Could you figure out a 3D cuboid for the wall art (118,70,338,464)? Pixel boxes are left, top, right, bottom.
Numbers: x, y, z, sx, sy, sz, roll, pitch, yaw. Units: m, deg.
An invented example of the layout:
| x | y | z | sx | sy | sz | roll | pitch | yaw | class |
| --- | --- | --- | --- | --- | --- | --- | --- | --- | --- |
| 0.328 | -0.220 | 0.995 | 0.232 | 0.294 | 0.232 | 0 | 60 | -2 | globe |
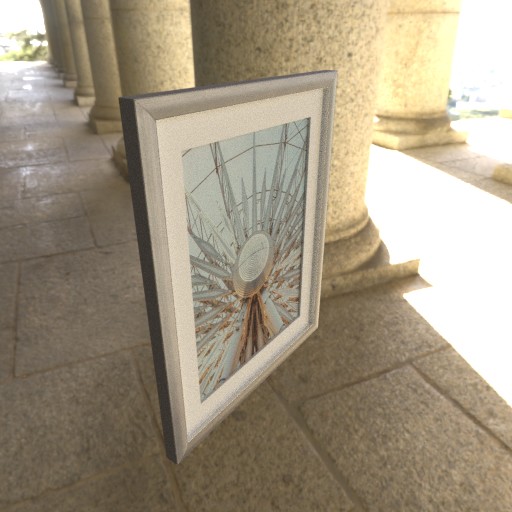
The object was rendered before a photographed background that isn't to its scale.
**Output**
| x | y | z | sx | sy | sz | roll | pitch | yaw | class |
| --- | --- | --- | --- | --- | --- | --- | --- | --- | --- |
| 0.000 | 0.000 | 0.755 | 0.029 | 0.558 | 0.458 | 18 | 32 | 32 | wall art |
